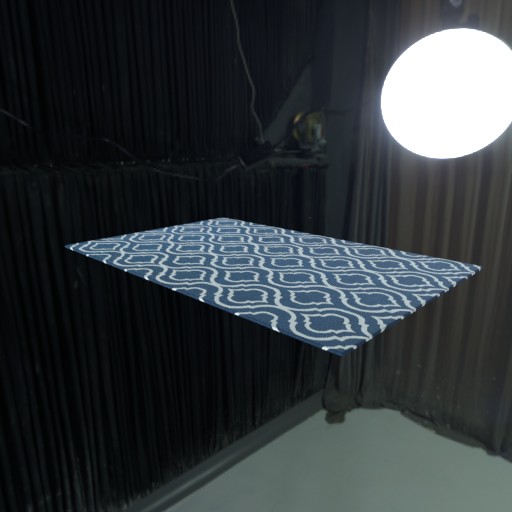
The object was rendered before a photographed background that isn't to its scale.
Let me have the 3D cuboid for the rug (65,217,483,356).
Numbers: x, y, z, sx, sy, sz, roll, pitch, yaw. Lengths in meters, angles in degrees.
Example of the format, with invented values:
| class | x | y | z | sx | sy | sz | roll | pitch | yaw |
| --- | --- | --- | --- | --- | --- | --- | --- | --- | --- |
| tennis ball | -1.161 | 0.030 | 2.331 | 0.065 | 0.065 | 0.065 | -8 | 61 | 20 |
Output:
| class | x | y | z | sx | sy | sz | roll | pitch | yaw |
| --- | --- | --- | --- | --- | --- | --- | --- | --- | --- |
| rug | 0.000 | 0.000 | 2.190 | 1.753 | 0.010 | 1.143 | 14 | 21 | 42 |
